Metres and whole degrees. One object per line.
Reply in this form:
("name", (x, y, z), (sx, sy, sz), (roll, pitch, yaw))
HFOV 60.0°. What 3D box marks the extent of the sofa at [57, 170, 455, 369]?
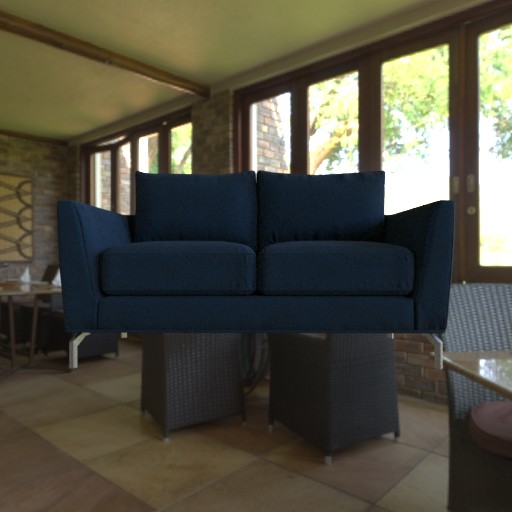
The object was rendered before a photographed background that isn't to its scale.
("sofa", (0.000, 0.000, 2.369), (1.770, 1.002, 0.853), (0, 0, 1))
